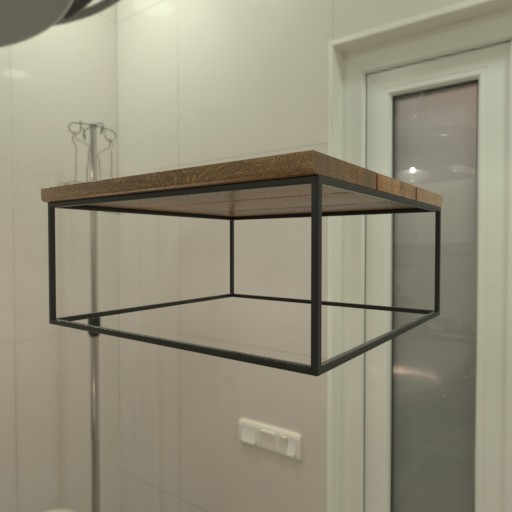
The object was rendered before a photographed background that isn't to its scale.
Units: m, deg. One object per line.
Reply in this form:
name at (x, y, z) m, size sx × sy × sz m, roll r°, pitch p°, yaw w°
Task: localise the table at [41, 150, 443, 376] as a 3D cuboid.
table at (0.000, 0.000, 1.399) m, size 0.900 × 0.400 × 0.900 m, roll 1°, pitch 2°, yaw 36°
